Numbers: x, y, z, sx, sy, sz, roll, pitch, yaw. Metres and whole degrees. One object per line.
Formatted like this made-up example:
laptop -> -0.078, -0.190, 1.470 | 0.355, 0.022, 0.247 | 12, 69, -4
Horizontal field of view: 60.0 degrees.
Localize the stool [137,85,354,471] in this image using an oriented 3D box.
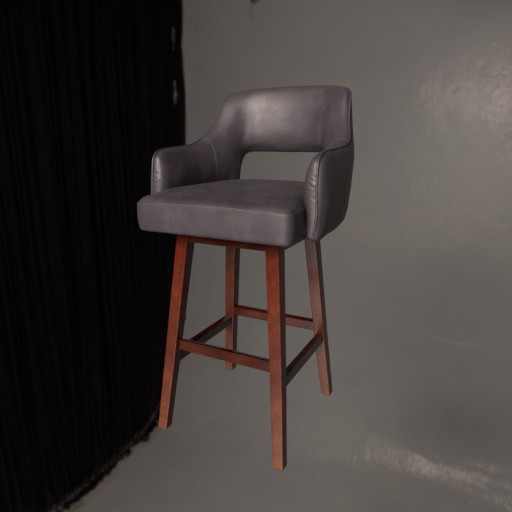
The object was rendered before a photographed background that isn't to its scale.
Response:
stool -> 0.000, 0.000, 1.379 | 0.550, 1.041, 0.560 | 7, 17, 26
